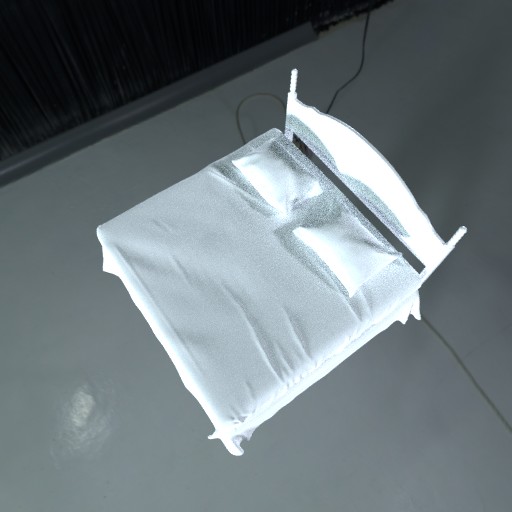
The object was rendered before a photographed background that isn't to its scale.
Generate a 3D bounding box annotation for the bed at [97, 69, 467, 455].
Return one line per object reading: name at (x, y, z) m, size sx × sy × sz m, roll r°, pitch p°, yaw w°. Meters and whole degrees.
bed at (0.000, 0.000, 3.661) m, size 2.219 × 1.355 × 2.322 m, roll -33°, pitch 68°, yaw -15°
